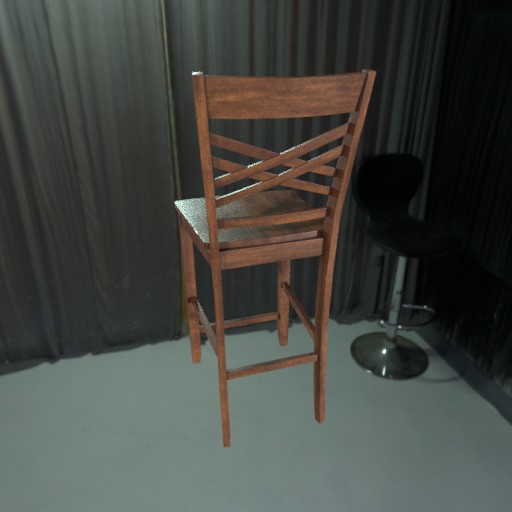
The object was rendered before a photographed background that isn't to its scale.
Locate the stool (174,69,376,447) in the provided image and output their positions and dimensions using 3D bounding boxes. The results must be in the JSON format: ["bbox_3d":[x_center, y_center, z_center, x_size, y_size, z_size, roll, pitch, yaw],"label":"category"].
[{"bbox_3d":[0.000,0.000,1.395,0.426,1.098,0.504,-8,26,-16],"label":"stool"}]
